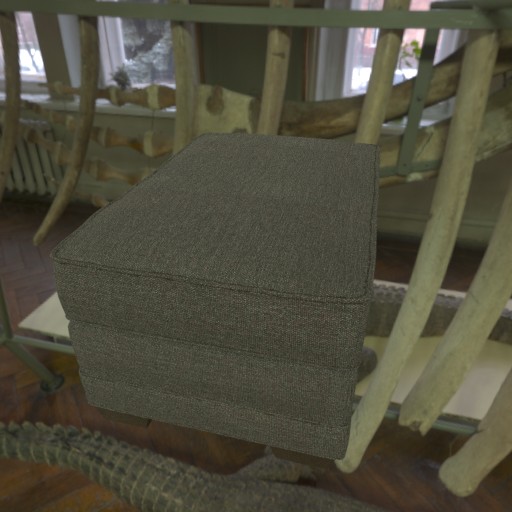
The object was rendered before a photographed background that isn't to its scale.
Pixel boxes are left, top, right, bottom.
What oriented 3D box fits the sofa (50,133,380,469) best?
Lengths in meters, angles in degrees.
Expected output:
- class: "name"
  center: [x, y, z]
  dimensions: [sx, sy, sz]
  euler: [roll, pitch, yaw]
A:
- class: "sofa"
  center: [0.000, 0.000, 1.174]
  dimensions: [0.578, 0.457, 0.854]
  euler: [7, 32, 12]
